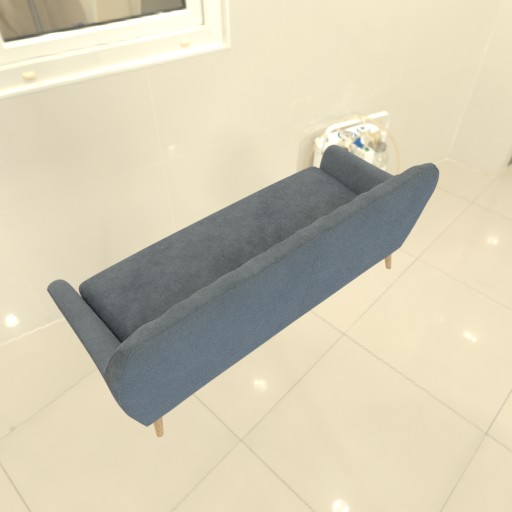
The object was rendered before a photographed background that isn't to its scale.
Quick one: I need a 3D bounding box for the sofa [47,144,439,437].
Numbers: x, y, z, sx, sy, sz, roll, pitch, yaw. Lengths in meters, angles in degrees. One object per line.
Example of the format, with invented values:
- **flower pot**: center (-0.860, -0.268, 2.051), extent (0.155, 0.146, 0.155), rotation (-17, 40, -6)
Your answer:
- **sofa**: center (0.000, 0.000, 2.418), extent (1.975, 0.832, 0.841), rotation (-30, 53, -27)
